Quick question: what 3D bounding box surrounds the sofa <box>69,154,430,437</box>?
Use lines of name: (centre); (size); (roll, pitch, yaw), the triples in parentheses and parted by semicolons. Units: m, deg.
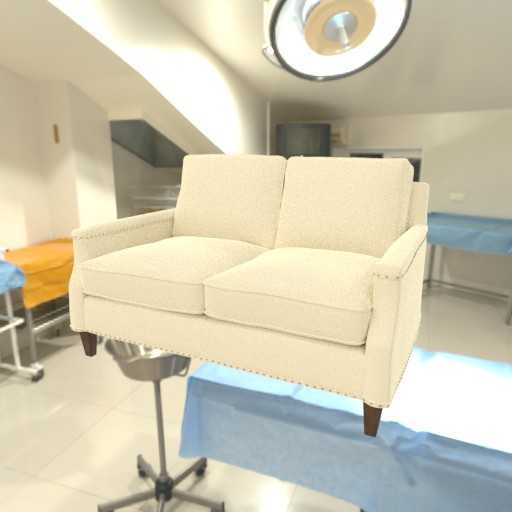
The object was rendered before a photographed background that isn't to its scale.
sofa: (0.000, 0.000, 2.271); (1.597, 1.003, 1.084); (7, 15, 26)
